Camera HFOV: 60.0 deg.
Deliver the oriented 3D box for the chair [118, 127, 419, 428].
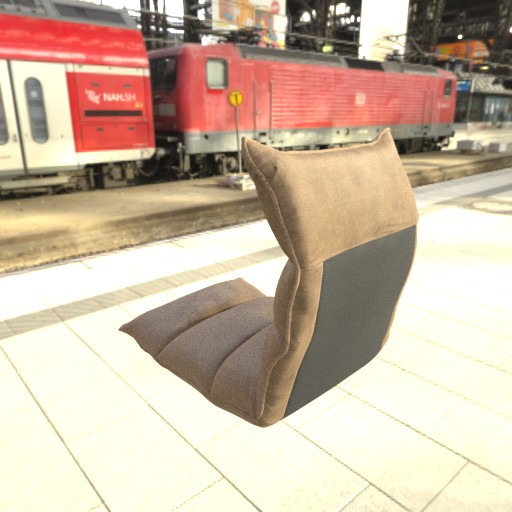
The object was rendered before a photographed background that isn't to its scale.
[{"bbox_3d":[0.000,0.000,1.606,0.714,0.892,0.985,-16,24,-41],"label":"chair"}]
